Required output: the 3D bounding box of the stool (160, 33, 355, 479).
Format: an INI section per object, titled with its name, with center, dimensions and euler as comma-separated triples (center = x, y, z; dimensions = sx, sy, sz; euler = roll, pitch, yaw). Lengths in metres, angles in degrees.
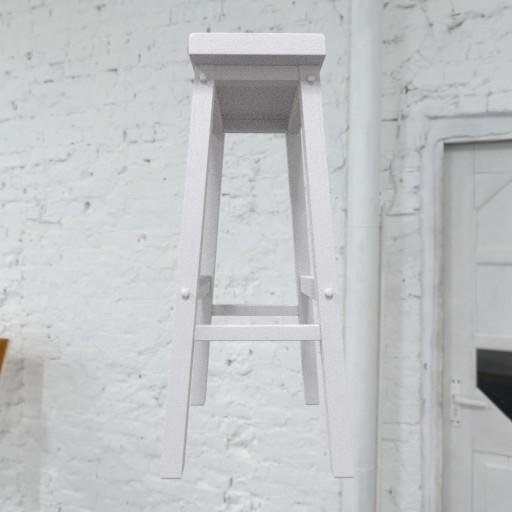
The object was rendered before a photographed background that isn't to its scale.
[stool]
center = 0.000, 0.000, 0.939
dimensions = 0.322, 0.742, 0.406
euler = 0, 0, -1
